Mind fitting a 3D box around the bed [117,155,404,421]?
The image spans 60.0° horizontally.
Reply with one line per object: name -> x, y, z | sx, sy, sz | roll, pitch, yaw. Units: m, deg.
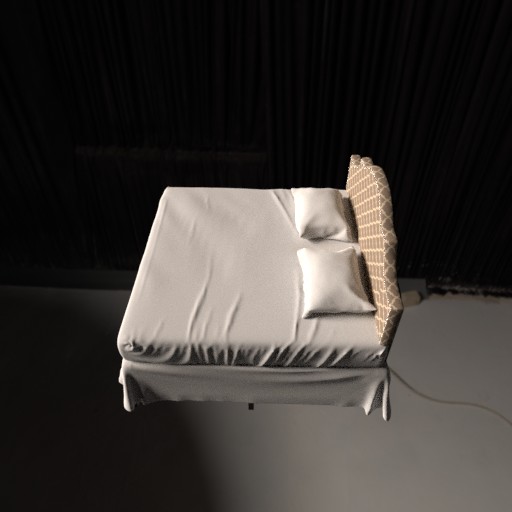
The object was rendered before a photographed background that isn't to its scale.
bed -> 0.000, 0.000, 3.863 | 2.222, 1.601, 2.314 | 1, 42, 1
